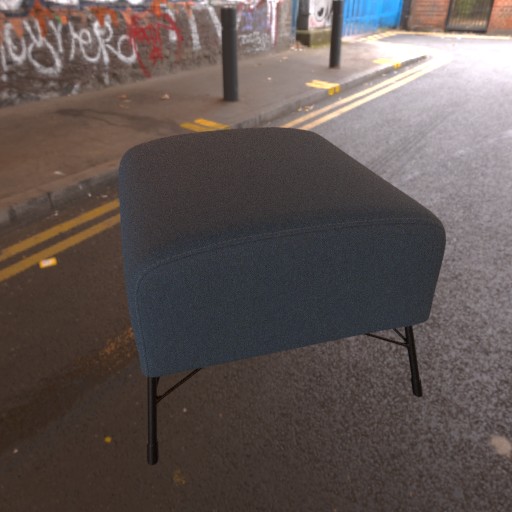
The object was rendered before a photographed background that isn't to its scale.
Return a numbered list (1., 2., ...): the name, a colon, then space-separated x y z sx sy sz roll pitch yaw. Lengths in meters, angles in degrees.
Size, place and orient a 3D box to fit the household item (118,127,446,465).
1. household item: 0.000 0.000 0.909 0.530 0.420 0.530 -9 32 -14
